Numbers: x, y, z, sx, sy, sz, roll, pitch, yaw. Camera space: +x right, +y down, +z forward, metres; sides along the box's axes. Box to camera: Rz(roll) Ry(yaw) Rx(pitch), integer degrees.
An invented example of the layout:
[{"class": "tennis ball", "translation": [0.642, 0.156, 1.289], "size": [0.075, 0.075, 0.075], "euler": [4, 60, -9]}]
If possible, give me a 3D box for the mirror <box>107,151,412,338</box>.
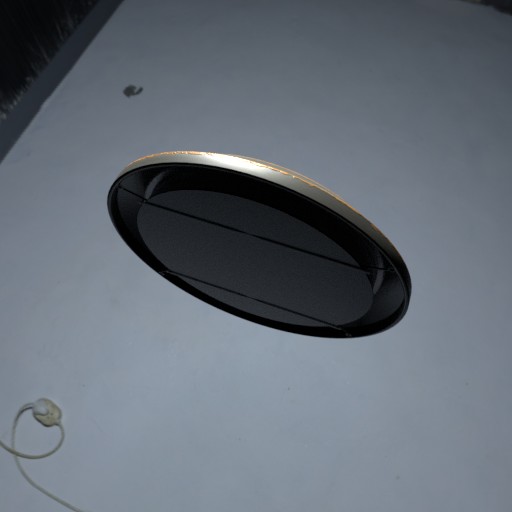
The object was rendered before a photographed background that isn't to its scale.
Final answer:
[{"class": "mirror", "translation": [0.000, 0.000, 1.338], "size": [0.907, 0.907, 0.111], "euler": [18, 63, 9]}]
